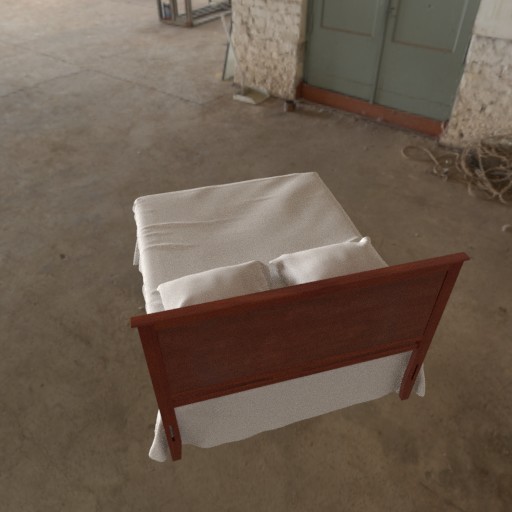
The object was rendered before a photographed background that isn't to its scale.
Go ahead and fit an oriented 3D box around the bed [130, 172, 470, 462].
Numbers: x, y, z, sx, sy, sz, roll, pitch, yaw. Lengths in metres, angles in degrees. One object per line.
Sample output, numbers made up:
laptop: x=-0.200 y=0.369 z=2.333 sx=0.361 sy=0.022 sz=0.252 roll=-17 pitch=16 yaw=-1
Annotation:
bed: x=0.000 y=0.000 z=3.184 sx=1.870 sy=1.270 sz=2.050 roll=-10 pitch=42 yaw=-12
